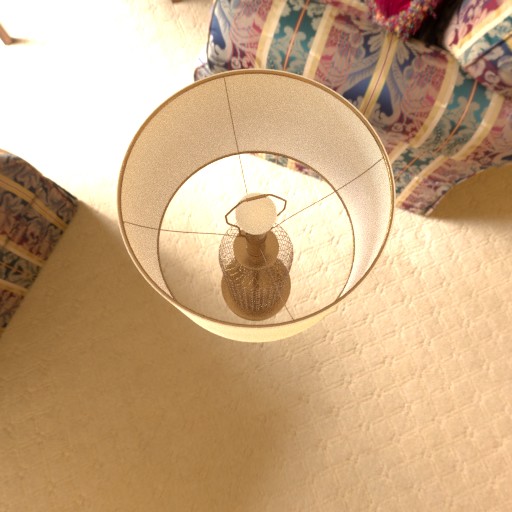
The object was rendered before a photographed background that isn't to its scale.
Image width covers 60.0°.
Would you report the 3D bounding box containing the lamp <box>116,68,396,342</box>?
[{"bbox_3d":[0.000,0.000,0.633,0.252,0.483,0.252,-14,76,-4],"label":"lamp"}]
